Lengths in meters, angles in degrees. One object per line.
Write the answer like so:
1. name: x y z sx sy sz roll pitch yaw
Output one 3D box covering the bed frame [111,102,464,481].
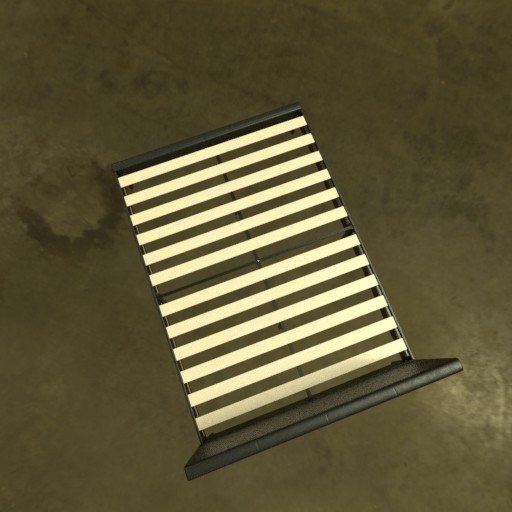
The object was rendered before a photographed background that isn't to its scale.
1. bed frame: 0.000 0.000 3.215 1.634 1.127 2.318 -20 77 -5
